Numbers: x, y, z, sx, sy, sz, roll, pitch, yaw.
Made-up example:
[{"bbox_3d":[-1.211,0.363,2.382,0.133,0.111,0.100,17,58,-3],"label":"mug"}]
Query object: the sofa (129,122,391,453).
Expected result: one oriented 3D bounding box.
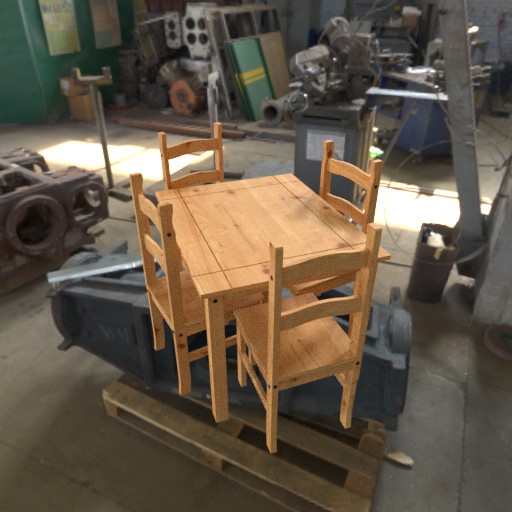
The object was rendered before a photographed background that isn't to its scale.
[{"bbox_3d":[0.000,0.000,2.293,1.144,1.000,1.529,-11,33,-17],"label":"sofa"}]
